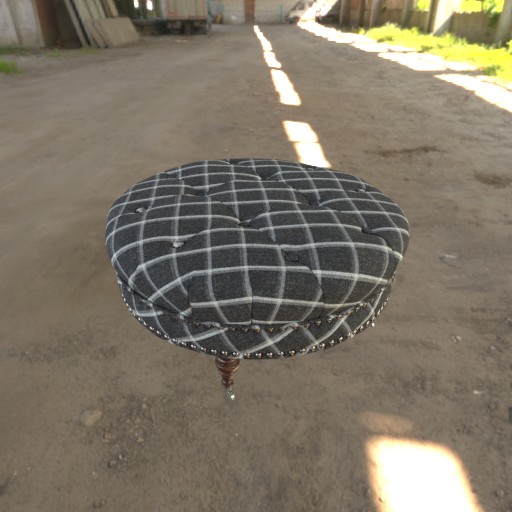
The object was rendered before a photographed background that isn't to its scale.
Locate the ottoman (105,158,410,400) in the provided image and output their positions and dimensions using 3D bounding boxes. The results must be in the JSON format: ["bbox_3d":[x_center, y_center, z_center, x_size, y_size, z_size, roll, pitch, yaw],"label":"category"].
[{"bbox_3d":[0.000,0.000,1.414,0.901,0.439,0.901,0,30,0],"label":"ottoman"}]
